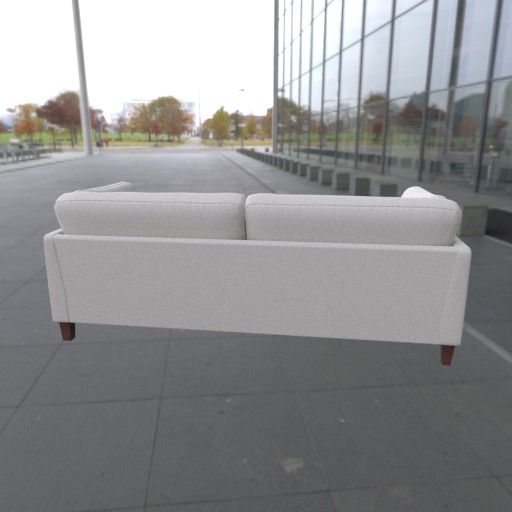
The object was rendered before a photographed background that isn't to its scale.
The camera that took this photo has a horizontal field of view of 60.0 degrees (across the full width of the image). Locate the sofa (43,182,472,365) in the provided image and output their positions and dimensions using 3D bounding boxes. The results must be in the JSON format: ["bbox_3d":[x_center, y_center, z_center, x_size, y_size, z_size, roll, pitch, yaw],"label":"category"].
[{"bbox_3d":[0.000,0.000,2.775,2.301,0.863,0.957,2,15,8],"label":"sofa"}]
